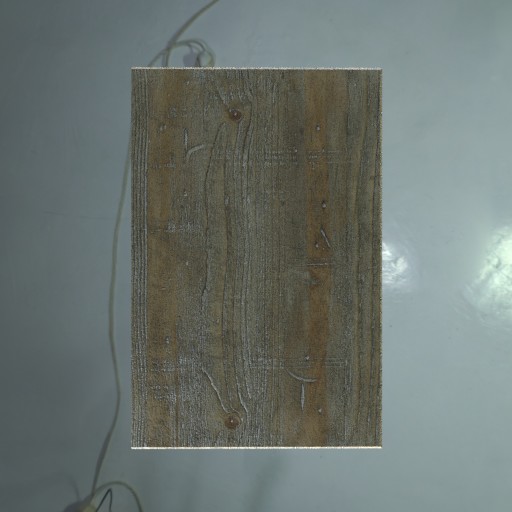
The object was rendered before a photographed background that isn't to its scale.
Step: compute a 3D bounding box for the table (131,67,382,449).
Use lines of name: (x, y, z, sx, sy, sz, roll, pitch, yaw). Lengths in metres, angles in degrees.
table: (0.000, 0.000, 1.141, 0.457, 0.711, 0.686, 0, 90, 0)
